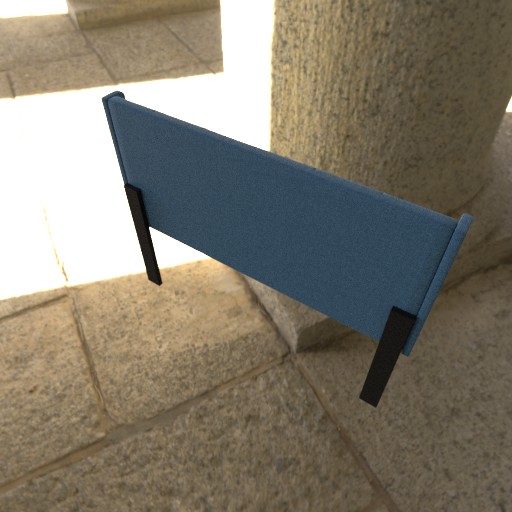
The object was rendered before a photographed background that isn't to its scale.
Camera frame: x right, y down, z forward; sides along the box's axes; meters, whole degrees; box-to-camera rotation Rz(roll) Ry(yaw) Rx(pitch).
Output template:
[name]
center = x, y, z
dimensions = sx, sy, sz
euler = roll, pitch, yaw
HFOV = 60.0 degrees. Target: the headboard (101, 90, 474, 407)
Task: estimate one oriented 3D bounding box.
[headboard]
center = 0.000, 0.000, 2.712
dimensions = 2.051, 1.524, 0.184
euler = 25, 51, 22
